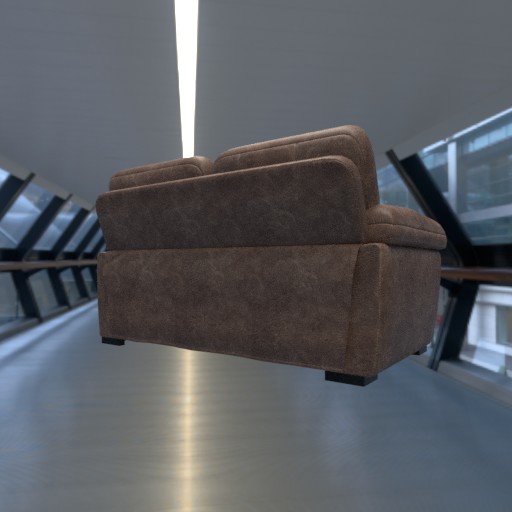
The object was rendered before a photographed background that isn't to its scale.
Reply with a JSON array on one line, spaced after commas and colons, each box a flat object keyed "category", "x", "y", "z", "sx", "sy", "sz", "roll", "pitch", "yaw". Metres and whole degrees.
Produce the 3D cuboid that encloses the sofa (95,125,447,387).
[{"category": "sofa", "x": 0.000, "y": 0.000, "z": 2.404, "sx": 1.753, "sy": 0.991, "sz": 0.991, "roll": -1, "pitch": -2, "yaw": 36}]
